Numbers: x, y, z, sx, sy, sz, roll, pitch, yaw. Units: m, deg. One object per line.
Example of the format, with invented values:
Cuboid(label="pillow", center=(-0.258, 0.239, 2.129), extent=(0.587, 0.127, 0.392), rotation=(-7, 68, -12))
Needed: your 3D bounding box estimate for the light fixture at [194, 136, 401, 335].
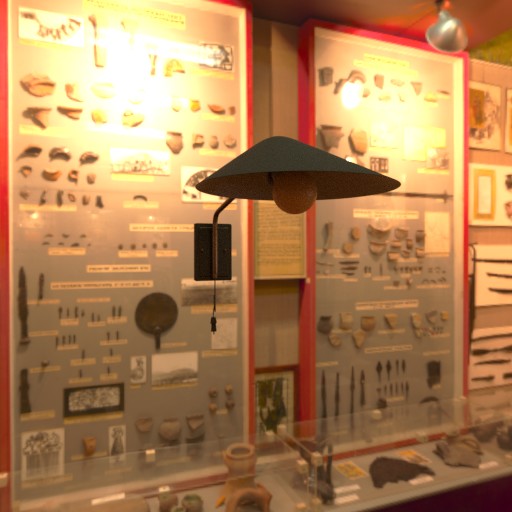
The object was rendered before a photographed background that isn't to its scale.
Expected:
Cuboid(label="light fixture", center=(0.000, 0.000, 0.662), extent=(0.240, 0.312, 0.516), rotation=(0, 1, -20))
